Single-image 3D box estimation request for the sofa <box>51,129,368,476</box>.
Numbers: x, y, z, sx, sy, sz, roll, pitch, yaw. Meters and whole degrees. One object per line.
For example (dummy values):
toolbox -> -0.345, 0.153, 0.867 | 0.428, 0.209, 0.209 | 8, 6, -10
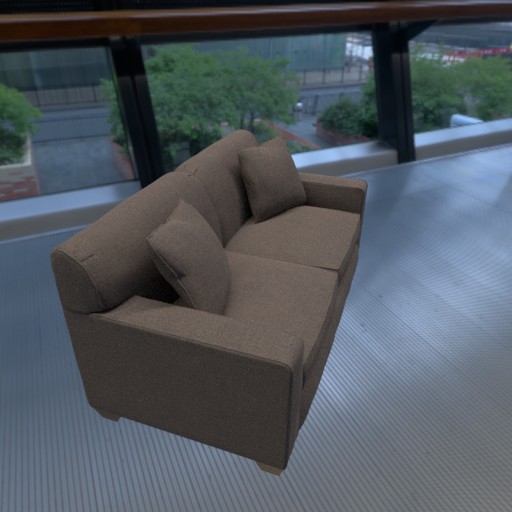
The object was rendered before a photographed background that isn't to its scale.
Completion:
sofa -> 0.000, 0.000, 2.429 | 1.000, 0.958, 1.846 | 10, 32, 17
